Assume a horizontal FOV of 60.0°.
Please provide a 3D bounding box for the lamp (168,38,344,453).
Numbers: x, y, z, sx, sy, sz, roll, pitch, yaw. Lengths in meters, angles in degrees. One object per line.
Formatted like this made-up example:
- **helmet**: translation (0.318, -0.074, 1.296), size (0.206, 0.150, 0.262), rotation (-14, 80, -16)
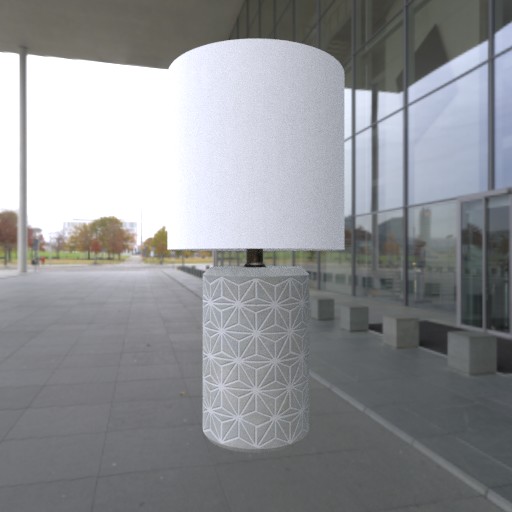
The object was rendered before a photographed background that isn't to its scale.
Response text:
- **lamp**: translation (0.000, 0.000, 0.527), size (0.206, 0.416, 0.206), rotation (0, 0, 0)
